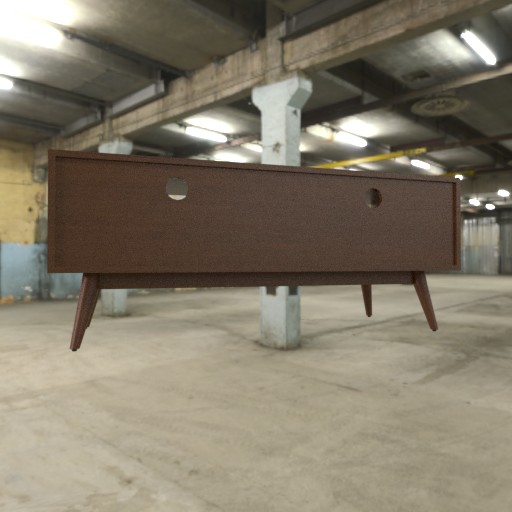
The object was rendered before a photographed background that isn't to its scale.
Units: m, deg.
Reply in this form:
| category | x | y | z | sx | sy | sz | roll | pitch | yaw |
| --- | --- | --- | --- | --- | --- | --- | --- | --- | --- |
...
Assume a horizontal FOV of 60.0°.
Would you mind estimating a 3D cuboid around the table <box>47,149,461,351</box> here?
| category | x | y | z | sx | sy | sz | roll | pitch | yaw |
| --- | --- | --- | --- | --- | --- | --- | --- | --- | --- |
| table | 0.000 | 0.000 | 1.381 | 1.119 | 0.464 | 0.490 | 0 | -1 | -17 |
